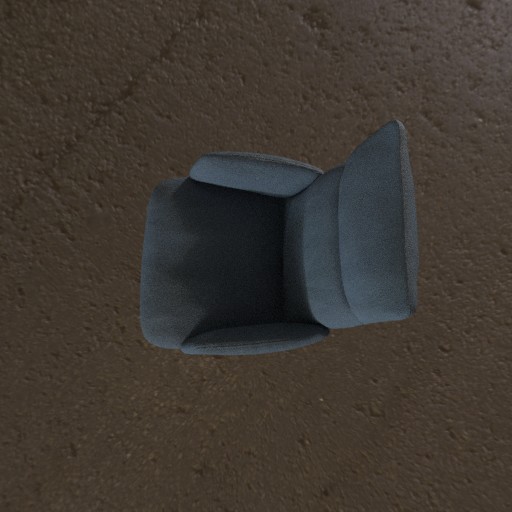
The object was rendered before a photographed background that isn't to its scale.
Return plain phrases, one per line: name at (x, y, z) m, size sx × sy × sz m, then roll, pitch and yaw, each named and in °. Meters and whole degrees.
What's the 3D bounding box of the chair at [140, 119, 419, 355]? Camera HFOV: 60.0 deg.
chair at (0.000, 0.000, 1.620) m, size 0.889 × 1.016 × 0.711 m, roll 1°, pitch 77°, yaw 0°
